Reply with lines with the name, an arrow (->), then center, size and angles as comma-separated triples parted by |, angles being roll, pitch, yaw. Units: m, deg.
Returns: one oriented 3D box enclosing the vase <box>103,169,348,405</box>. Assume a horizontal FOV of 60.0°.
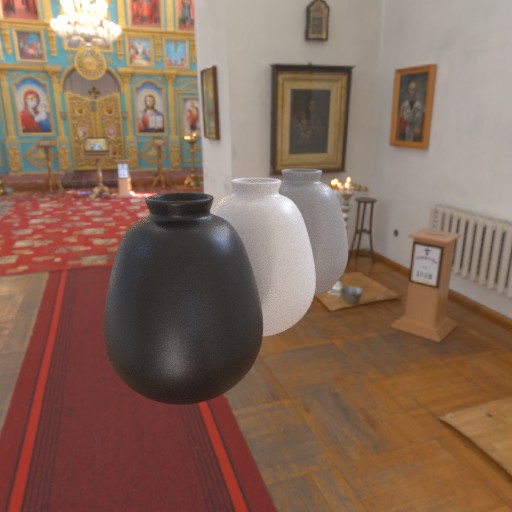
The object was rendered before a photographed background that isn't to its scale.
vase -> 0.000, 0.000, 0.359 | 0.097, 0.122, 0.297 | 8, 17, 25
